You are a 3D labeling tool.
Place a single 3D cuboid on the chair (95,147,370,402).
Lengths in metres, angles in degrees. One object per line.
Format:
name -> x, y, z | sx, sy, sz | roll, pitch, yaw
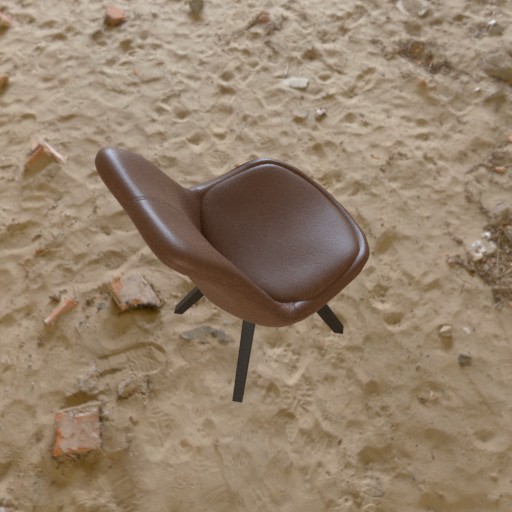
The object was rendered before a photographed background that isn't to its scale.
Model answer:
chair -> 0.000, 0.000, 1.183 | 0.550, 0.850, 0.475 | -31, 64, -18
